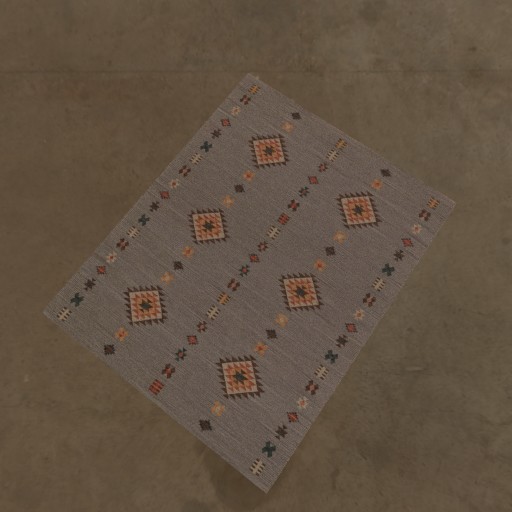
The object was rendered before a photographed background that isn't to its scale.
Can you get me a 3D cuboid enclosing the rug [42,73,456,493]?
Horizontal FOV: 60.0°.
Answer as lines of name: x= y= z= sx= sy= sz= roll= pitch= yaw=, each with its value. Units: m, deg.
rug: x=0.000 y=0.000 z=4.006 sx=2.425 sy=0.008 sz=3.035 roll=35 pitch=77 yaw=9
